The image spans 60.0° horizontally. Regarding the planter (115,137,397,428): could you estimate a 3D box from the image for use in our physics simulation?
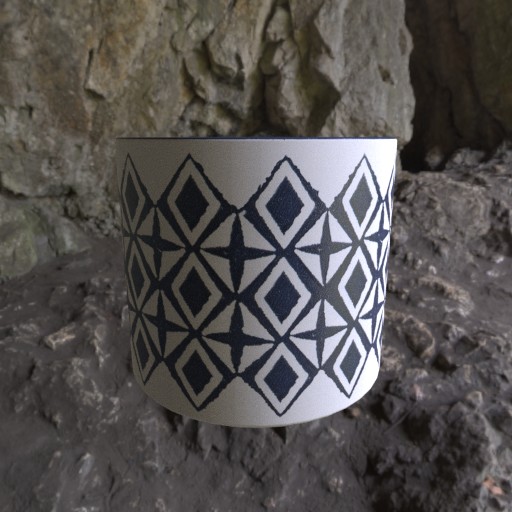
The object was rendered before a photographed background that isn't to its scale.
[{"bbox_3d":[0.000,0.000,0.318,0.182,0.165,0.182,0,15,0],"label":"planter"}]
